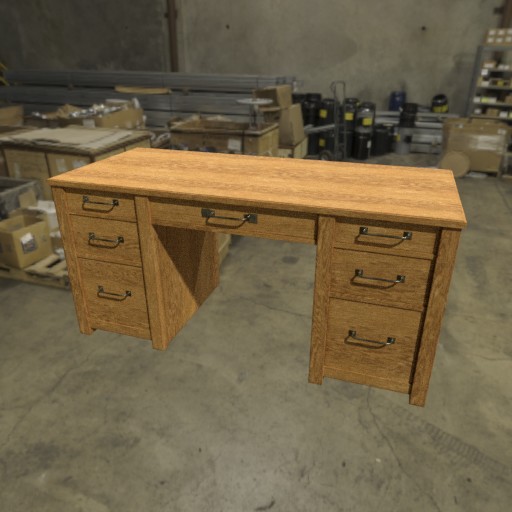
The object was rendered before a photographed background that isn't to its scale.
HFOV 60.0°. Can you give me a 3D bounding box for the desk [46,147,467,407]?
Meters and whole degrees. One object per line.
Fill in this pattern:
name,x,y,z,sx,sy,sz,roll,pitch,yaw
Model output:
desk,0.000,0.000,2.011,1.567,0.751,0.685,8,26,16
